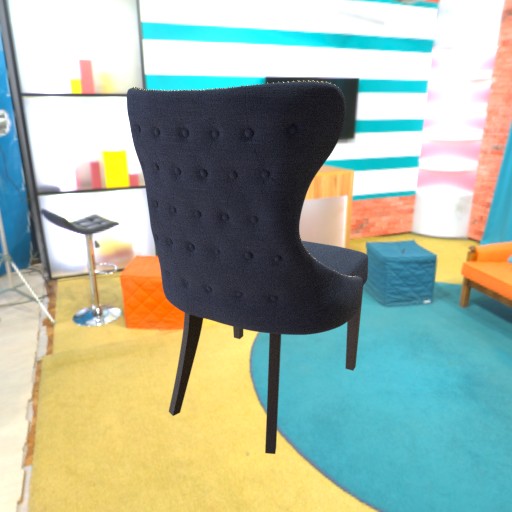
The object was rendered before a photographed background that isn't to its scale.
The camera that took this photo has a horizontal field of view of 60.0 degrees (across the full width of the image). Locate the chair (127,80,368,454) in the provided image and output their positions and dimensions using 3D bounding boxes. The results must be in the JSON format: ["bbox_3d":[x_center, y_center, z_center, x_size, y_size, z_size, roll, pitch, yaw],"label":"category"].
[{"bbox_3d":[0.000,0.000,1.353,0.628,0.967,0.635,10,21,27],"label":"chair"}]
